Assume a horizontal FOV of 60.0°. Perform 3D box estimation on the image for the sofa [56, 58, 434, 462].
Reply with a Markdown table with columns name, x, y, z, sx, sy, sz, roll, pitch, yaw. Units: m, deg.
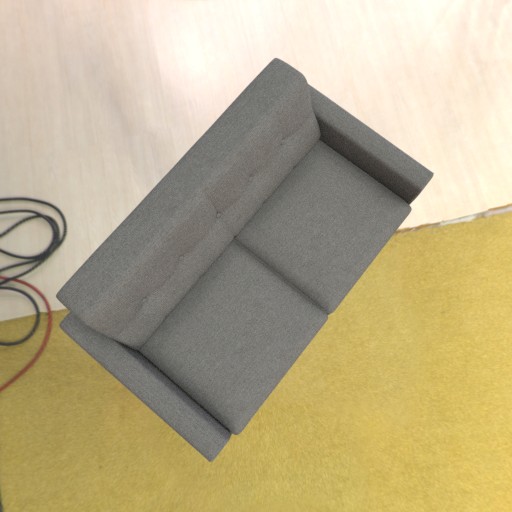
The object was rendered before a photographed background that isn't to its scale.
| name | x | y | z | sx | sy | sz | roll | pitch | yaw |
| --- | --- | --- | --- | --- | --- | --- | --- | --- | --- |
| sofa | 0.000 | 0.000 | 2.139 | 0.909 | 0.841 | 1.631 | 38 | 79 | 8 |
